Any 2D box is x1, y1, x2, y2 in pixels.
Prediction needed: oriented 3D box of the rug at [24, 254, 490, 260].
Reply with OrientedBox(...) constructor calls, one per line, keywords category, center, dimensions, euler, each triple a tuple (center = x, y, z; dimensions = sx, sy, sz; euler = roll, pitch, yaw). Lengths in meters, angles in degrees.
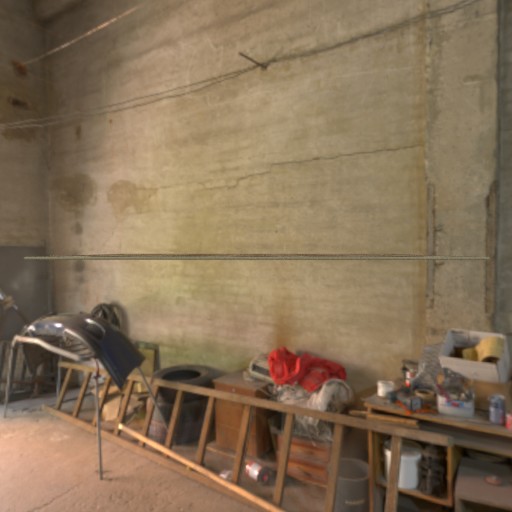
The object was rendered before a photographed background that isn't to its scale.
OrientedBox(category="rug", center=(0.000, 0.000, 2.919), dimensions=(2.290, 0.014, 1.526), euler=(0, 1, 0))
